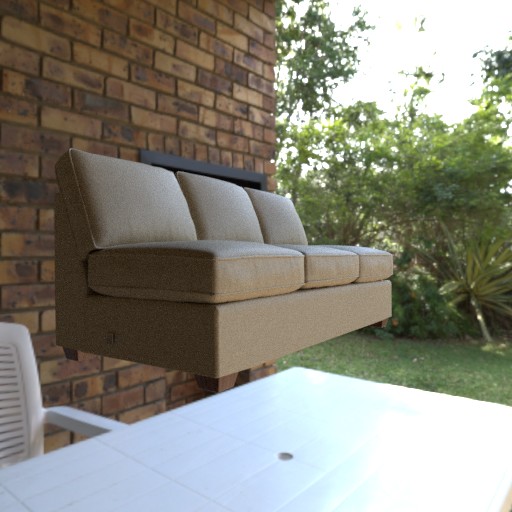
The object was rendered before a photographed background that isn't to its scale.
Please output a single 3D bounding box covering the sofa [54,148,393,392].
[{"bbox_3d":[0.000,0.000,2.570,1.027,0.973,1.962,0,0,35],"label":"sofa"}]
